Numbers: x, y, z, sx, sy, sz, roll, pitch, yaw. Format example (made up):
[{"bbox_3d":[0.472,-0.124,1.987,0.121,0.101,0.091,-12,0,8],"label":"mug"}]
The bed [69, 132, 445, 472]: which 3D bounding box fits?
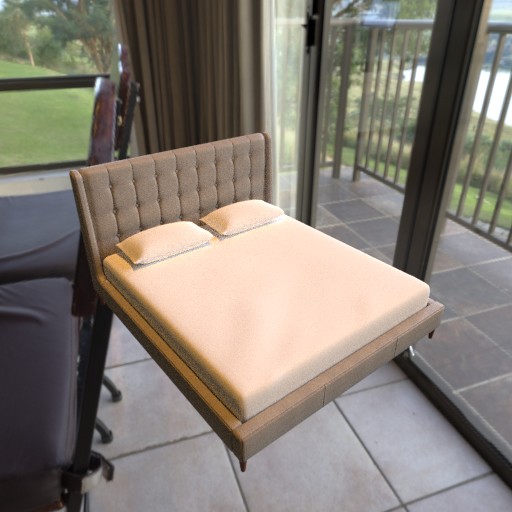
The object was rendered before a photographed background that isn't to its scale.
[{"bbox_3d":[0.000,0.000,3.666,2.062,1.289,2.342,-21,36,-33],"label":"bed"}]
